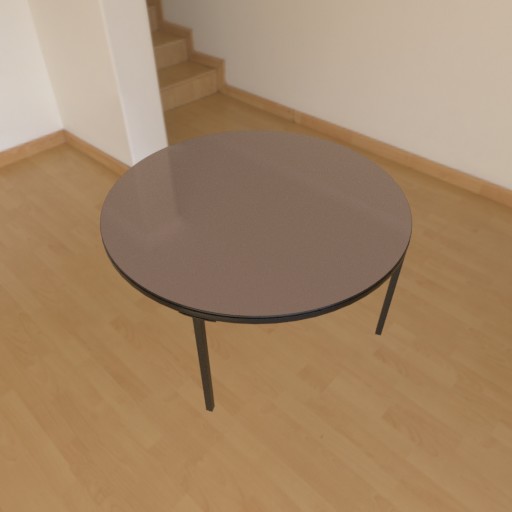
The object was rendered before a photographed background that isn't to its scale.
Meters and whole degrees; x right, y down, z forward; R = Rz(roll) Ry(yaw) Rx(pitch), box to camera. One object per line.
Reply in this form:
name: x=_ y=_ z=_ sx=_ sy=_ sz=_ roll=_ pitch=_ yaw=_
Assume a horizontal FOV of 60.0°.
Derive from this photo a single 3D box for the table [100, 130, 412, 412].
table: x=0.000 y=0.000 z=1.303 sx=0.800 sy=0.400 sz=0.800 roll=0 pitch=42 yaw=0
